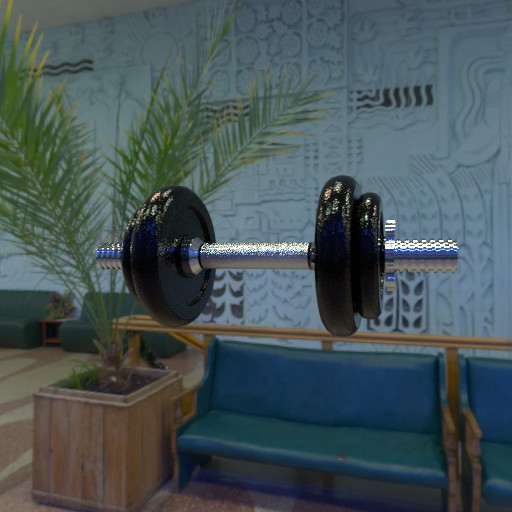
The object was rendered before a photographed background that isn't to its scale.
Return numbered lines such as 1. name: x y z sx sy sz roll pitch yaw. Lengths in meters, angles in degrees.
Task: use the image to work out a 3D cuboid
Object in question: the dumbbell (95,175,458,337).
1. dumbbell: 0.000 0.000 0.599 0.497 0.202 0.202 0 0 19
